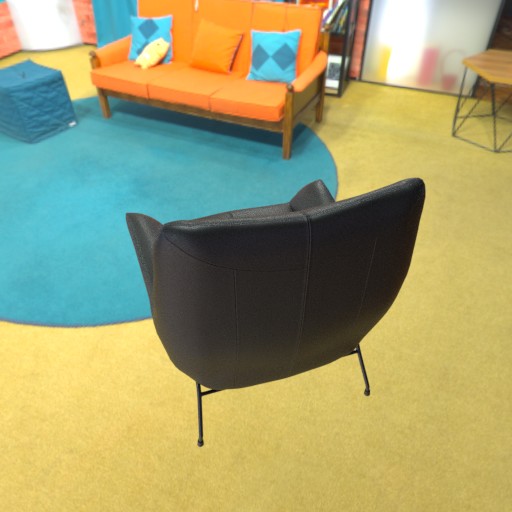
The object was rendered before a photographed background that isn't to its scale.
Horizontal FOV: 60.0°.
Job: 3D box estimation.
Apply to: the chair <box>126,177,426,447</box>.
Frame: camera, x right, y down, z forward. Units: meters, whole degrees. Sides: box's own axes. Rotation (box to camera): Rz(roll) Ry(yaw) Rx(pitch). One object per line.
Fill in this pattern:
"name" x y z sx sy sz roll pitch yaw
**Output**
"chair" 0.000 0.000 1.566 0.836 0.922 0.826 -12 43 -13
